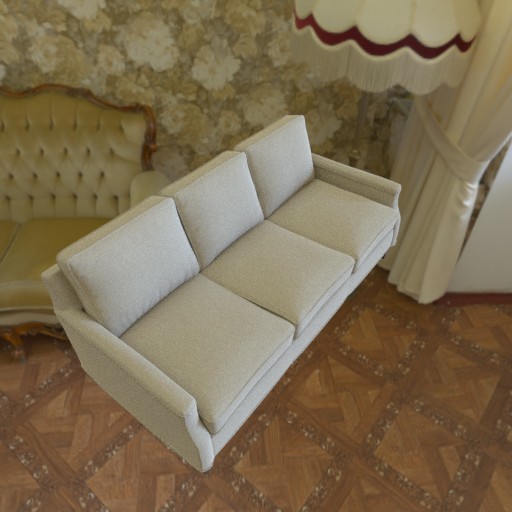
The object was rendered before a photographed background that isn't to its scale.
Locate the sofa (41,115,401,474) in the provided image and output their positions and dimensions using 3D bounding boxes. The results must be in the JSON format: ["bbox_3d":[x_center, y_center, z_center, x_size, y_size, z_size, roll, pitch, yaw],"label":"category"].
[{"bbox_3d":[0.000,0.000,2.828,1.084,1.003,2.246,27,49,27],"label":"sofa"}]
